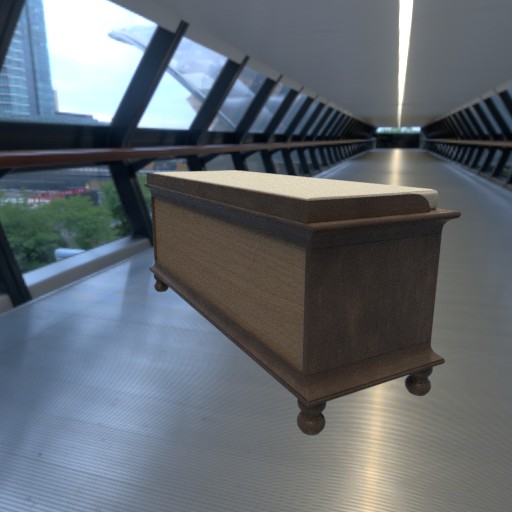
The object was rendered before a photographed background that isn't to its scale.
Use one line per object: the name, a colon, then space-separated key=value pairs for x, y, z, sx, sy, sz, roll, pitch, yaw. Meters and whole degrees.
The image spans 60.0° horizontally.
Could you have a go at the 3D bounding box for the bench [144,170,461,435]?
bench: x=0.000 y=0.000 z=1.450 sx=0.402 sy=0.501 sz=1.185 roll=-7 pitch=15 yaw=-28
